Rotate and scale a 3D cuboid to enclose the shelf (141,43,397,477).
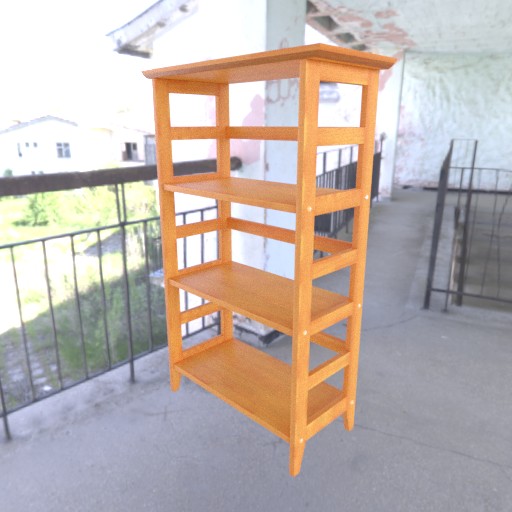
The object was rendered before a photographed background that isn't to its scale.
[{"bbox_3d":[0.000,0.000,1.340,0.305,1.067,0.660,-16,23,-43],"label":"shelf"}]
